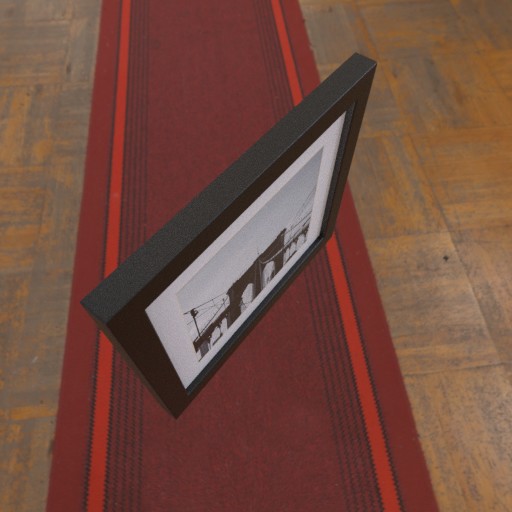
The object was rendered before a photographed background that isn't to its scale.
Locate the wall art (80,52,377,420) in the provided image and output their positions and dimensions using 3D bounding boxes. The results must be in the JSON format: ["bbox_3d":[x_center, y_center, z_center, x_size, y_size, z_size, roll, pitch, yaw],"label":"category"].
[{"bbox_3d":[0.000,0.000,0.537,0.028,0.330,0.380,34,64,19],"label":"wall art"}]
